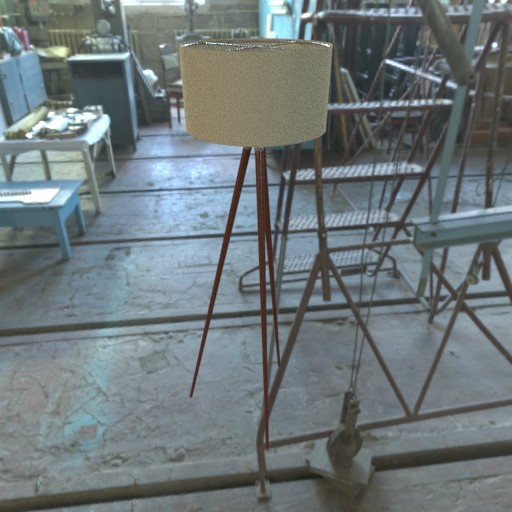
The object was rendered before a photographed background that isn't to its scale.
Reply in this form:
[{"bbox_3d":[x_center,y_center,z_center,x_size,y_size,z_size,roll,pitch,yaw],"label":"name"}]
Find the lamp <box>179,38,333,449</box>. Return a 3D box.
[{"bbox_3d":[0.000,0.000,1.794,0.483,1.553,0.483,21,36,32],"label":"lamp"}]
